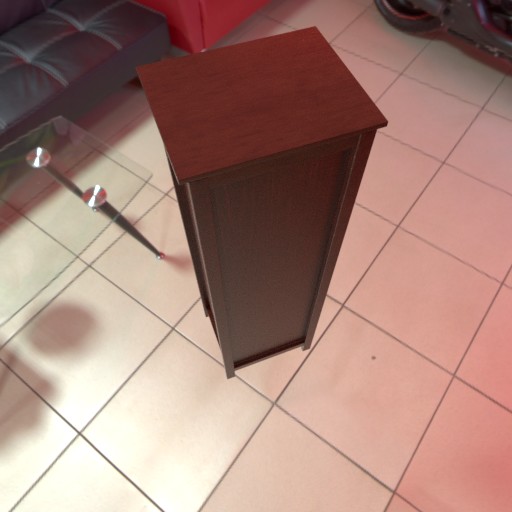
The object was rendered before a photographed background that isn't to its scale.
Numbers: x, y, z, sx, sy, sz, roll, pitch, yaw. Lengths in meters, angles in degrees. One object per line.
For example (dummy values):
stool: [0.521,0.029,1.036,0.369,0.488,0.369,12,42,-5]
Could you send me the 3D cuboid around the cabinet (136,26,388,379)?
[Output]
cabinet: [0.000,0.000,1.717,0.500,1.518,0.401,-18,60,-11]
